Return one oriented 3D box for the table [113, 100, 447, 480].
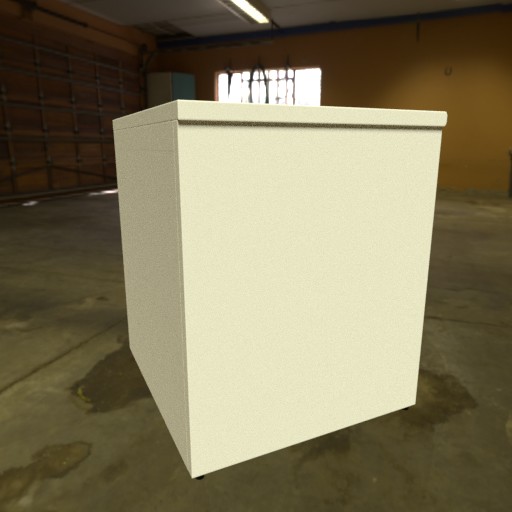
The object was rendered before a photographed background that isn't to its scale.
[{"bbox_3d":[0.000,0.000,0.765,0.380,0.460,0.420,-7,16,-25],"label":"table"}]
